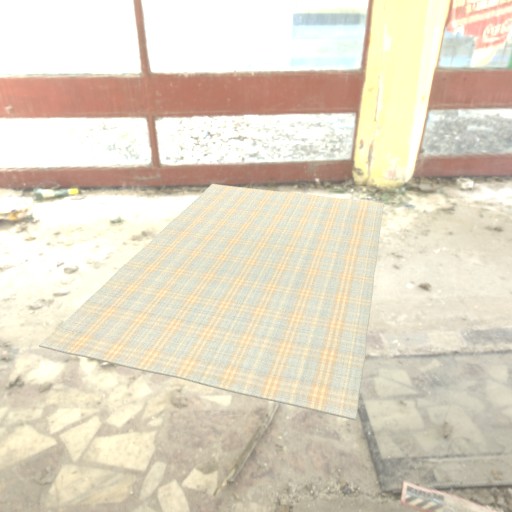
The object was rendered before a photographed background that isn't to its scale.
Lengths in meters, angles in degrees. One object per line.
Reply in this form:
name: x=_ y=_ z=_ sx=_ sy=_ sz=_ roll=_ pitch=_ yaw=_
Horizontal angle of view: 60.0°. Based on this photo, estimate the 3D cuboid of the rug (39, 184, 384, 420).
rug: x=0.000 y=0.000 z=2.333 sx=1.231 sy=0.012 sz=1.835 roll=9 pitch=31 yaw=14
